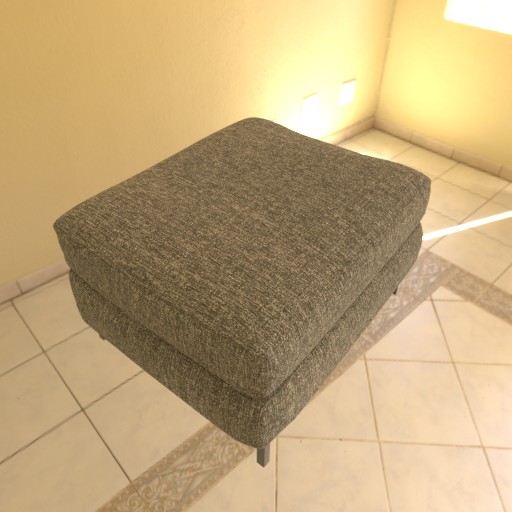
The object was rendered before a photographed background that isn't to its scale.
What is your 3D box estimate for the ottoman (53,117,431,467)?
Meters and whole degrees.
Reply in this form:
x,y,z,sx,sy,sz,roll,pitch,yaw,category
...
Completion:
x,y,z,sx,sy,sz,roll,pitch,yaw,category
0.000,0.000,1.231,0.683,0.480,0.828,27,48,28,ottoman
